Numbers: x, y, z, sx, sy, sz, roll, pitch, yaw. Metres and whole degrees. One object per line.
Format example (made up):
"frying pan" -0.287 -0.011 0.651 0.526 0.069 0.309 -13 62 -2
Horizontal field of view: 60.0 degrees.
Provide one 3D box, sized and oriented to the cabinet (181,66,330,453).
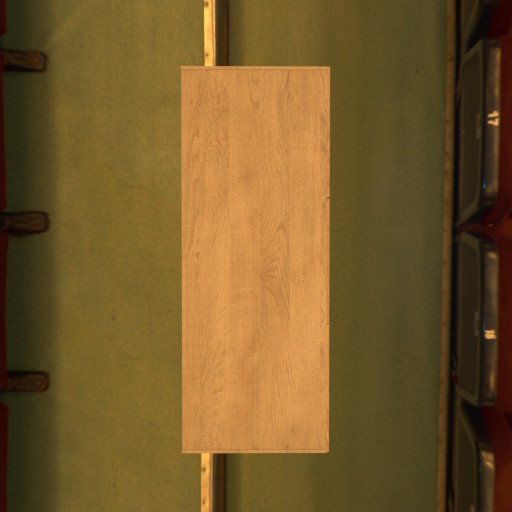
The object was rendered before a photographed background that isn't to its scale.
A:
"cabinet" 0.000 0.000 2.433 0.510 1.910 1.290 0 91 0
